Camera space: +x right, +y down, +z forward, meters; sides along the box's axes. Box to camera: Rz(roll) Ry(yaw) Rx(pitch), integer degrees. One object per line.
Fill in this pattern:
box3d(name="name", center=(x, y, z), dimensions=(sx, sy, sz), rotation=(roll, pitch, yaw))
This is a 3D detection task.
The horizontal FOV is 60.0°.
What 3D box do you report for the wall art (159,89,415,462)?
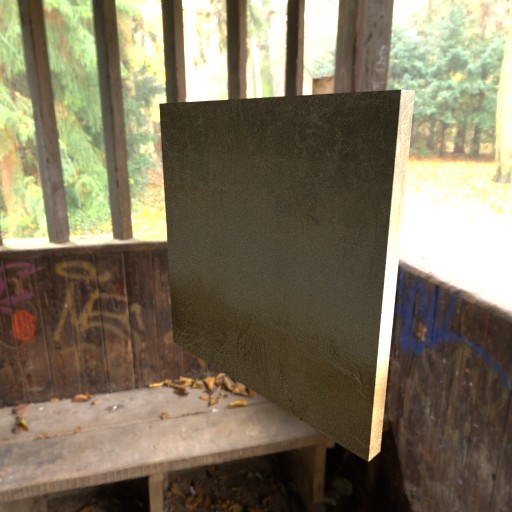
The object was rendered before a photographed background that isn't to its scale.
box3d(name="wall art", center=(0.000, 0.000, 0.910), dimensions=(0.038, 0.610, 0.610), rotation=(-15, 22, -41))
